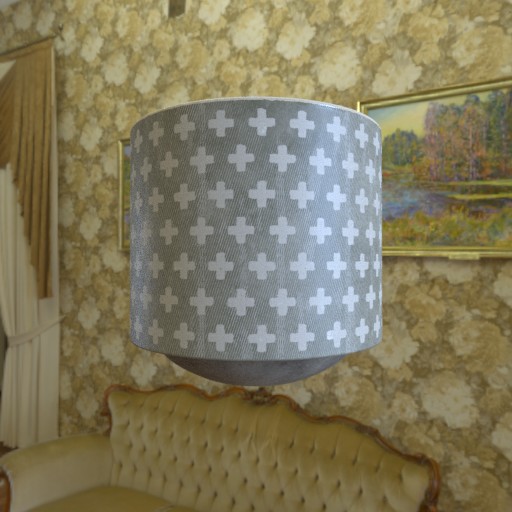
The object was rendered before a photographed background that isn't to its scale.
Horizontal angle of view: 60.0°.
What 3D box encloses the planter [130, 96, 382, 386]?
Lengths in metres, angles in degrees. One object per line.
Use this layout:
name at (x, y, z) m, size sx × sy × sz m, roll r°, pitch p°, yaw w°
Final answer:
planter at (0.000, 0.000, 0.347) m, size 0.190 × 0.181 × 0.190 m, roll 0°, pitch 0°, yaw 0°
